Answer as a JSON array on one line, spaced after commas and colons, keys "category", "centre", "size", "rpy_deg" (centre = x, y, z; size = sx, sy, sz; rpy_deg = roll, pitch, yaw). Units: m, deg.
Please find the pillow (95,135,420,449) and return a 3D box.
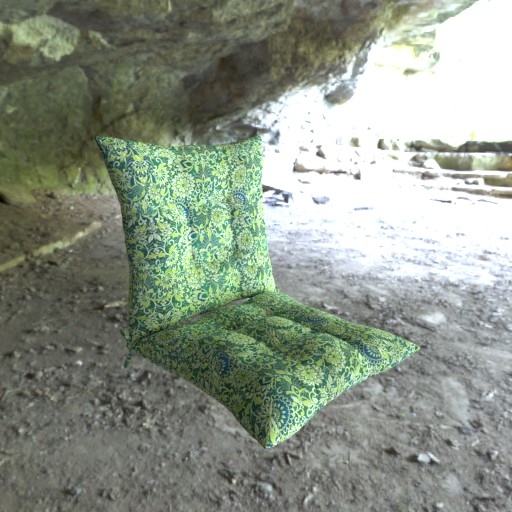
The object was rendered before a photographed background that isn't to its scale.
[{"category": "pillow", "centre": [0.000, 0.000, 1.018], "size": [0.541, 0.536, 0.585], "rpy_deg": [-14, 20, -41]}]
